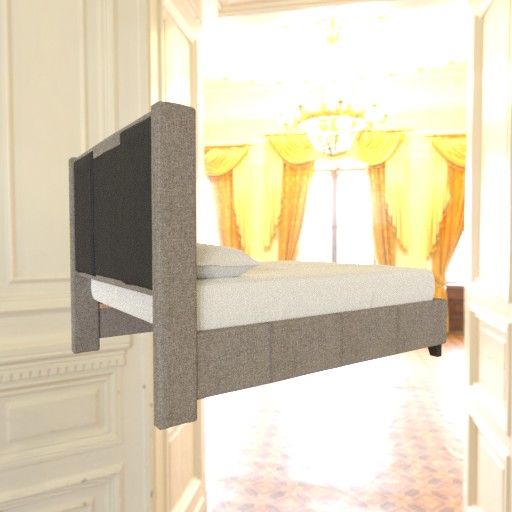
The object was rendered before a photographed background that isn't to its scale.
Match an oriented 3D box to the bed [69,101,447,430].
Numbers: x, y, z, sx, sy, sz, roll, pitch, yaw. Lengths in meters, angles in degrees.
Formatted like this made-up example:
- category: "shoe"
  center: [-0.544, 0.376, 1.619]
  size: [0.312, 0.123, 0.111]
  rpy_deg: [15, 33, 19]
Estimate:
- category: "bed"
  center: [0.000, 0.000, 3.290]
  size: [2.245, 1.481, 1.714]
  rpy_deg: [-2, 3, -35]
